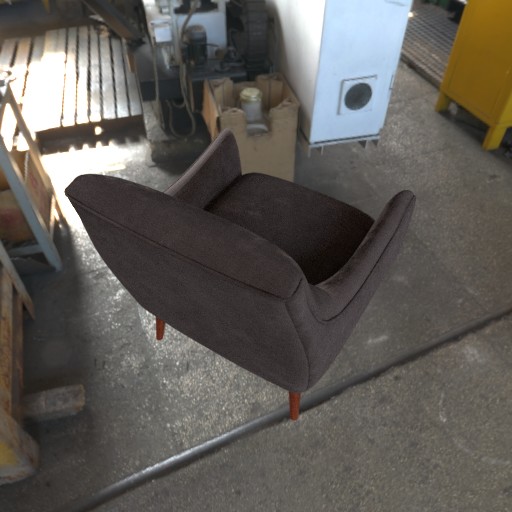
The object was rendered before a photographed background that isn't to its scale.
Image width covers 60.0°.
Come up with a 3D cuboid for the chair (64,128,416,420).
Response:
[{"bbox_3d":[0.000,0.000,1.436,0.762,0.838,0.787,24,51,21],"label":"chair"}]
